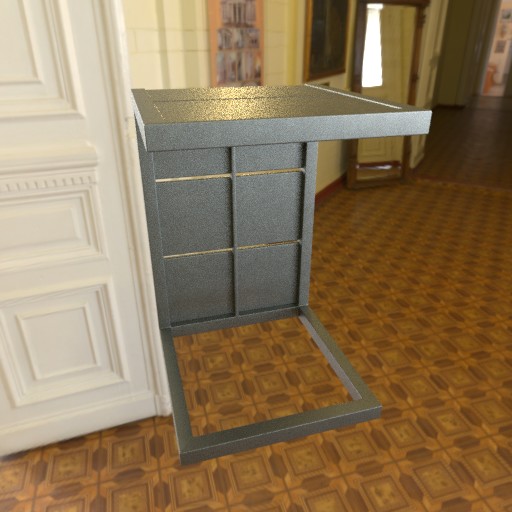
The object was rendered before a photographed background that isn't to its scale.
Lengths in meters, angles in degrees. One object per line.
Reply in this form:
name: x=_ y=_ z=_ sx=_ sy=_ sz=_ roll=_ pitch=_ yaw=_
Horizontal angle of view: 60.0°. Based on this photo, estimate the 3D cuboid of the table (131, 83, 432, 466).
table: x=0.000 y=0.000 z=0.899 sx=0.405 sy=0.609 sz=0.420 roll=-7 pitch=27 yaw=-15
